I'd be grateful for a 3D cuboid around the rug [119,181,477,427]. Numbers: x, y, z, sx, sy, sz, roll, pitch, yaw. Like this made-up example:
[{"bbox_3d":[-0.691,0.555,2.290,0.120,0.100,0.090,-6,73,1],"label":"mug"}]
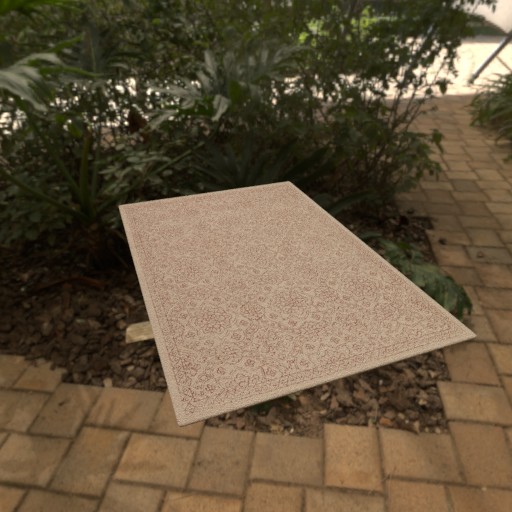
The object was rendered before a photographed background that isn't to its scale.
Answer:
[{"bbox_3d":[0.000,0.000,2.333,1.219,0.010,1.829,-11,32,-18],"label":"rug"}]
